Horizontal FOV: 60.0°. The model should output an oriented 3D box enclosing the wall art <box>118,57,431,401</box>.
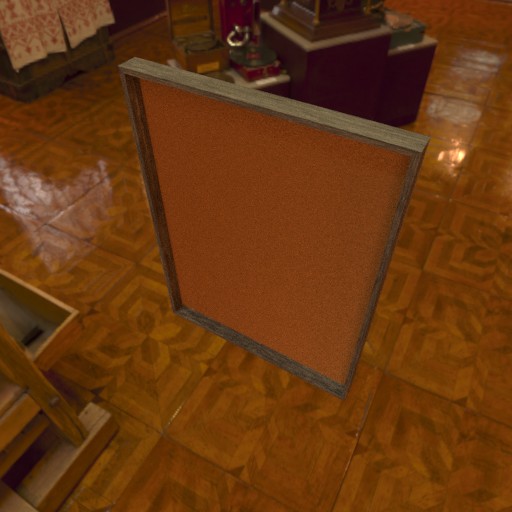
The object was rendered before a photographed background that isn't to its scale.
[{"bbox_3d":[0.000,0.000,1.352,0.762,1.016,0.063,23,50,21],"label":"wall art"}]
